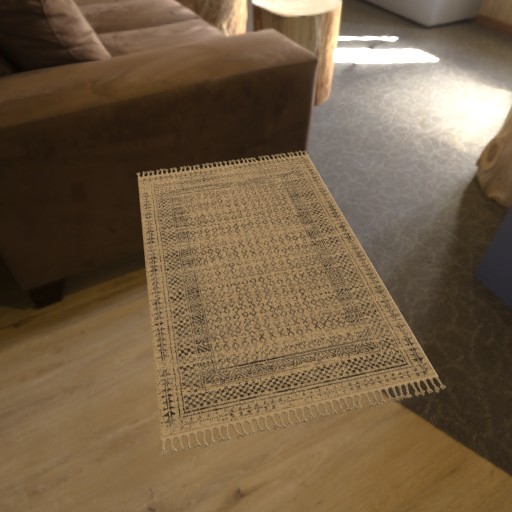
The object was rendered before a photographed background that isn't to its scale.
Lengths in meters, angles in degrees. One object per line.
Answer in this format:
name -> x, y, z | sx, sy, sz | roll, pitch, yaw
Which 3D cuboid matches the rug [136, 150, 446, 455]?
rug -> 0.000, 0.000, 3.121 | 1.548, 0.013, 2.486 | -10, 46, -9
